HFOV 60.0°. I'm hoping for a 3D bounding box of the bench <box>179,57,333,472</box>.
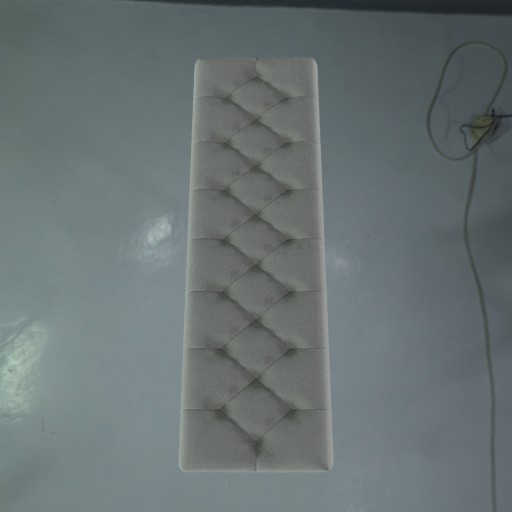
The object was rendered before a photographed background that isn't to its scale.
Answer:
[{"bbox_3d":[0.000,0.000,1.735,0.479,0.488,1.488,0,75,0],"label":"bench"}]
